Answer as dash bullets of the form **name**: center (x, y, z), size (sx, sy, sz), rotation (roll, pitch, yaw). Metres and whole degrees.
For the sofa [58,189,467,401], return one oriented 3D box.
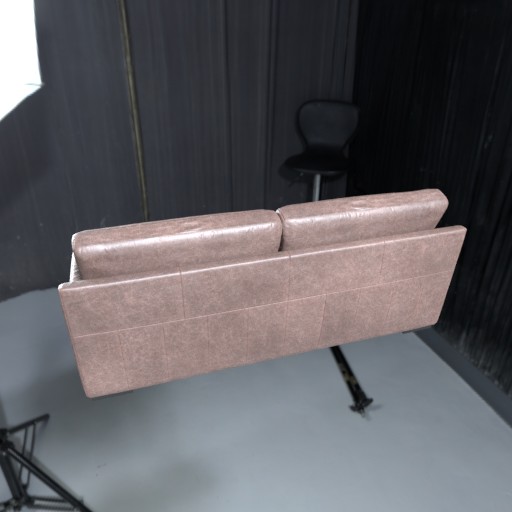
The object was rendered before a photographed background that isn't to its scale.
- **sofa**: center (0.000, 0.000, 2.840), size (2.261, 0.941, 1.143), rotation (-8, 29, -15)
